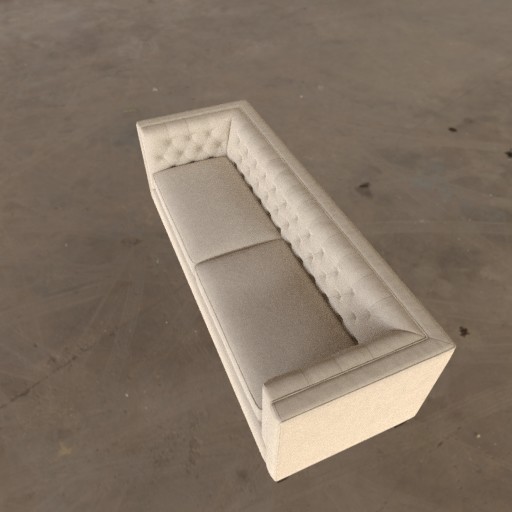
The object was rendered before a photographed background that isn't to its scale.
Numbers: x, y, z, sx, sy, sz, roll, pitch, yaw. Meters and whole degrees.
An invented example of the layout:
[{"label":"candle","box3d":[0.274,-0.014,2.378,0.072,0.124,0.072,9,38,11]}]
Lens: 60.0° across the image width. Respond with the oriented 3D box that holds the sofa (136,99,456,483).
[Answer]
[{"label":"sofa","box3d":[0.000,0.000,2.554,0.775,0.762,2.159,-17,49,-16]}]
